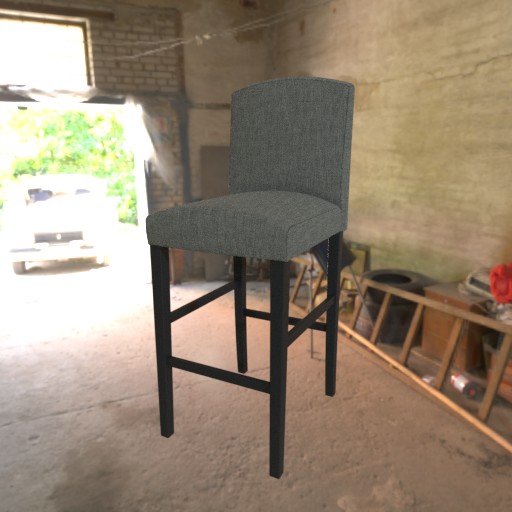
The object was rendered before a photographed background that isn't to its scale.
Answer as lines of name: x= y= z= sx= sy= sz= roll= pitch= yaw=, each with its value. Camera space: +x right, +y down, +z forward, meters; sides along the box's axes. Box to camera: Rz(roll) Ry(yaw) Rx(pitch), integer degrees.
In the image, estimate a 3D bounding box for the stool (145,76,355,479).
stool: x=0.000 y=0.000 z=1.416 sx=0.451 sy=1.138 sz=0.552 roll=7 pitch=15 yaw=27
